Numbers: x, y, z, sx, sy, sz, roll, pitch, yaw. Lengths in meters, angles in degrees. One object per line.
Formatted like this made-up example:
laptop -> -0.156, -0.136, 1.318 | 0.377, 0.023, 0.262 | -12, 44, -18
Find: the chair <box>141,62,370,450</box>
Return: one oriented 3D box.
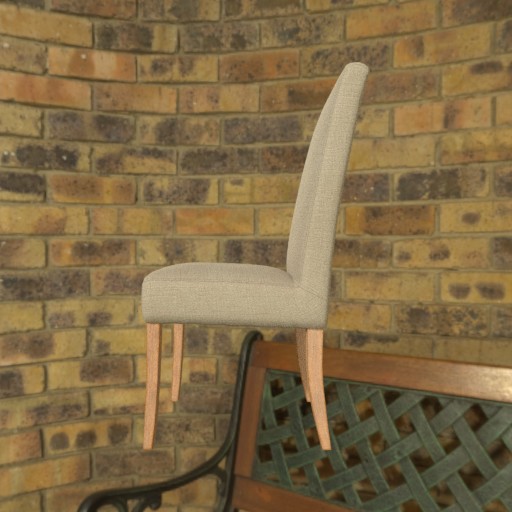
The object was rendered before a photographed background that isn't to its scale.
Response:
chair -> 0.000, 0.000, 1.382 | 0.611, 1.033, 0.450 | 0, 1, 0
